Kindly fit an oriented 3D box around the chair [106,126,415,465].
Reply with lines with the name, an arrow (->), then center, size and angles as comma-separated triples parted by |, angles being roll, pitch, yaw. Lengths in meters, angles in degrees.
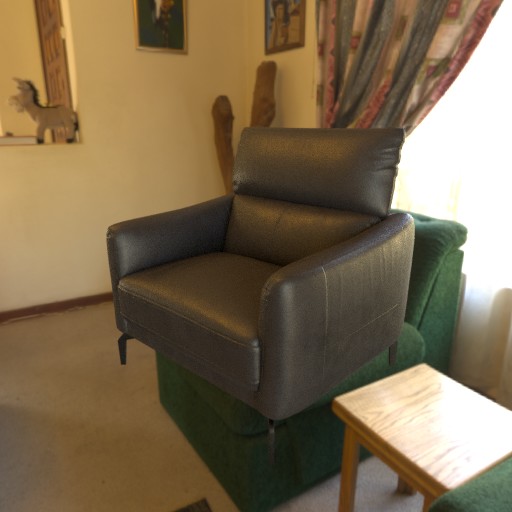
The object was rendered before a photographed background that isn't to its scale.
chair -> 0.000, 0.000, 1.703 | 0.976, 0.949, 0.809 | 15, 23, 41
